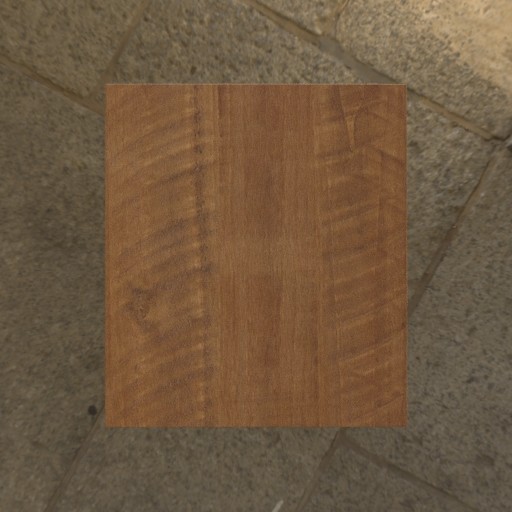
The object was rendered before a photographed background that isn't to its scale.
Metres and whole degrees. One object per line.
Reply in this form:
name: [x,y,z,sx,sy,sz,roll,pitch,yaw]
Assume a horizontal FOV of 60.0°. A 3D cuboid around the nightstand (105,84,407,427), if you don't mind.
nightstand: [0.000,0.000,0.878,0.436,0.491,0.493,0,90,0]
